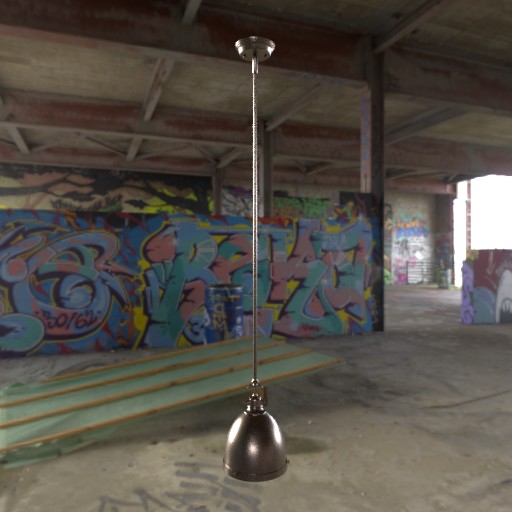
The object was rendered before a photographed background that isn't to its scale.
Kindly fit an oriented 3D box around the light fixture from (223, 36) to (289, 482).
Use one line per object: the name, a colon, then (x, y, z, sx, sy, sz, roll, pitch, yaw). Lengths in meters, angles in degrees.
light fixture: (0.000, 0.000, 1.446, 0.217, 1.367, 0.211, 0, 0, 0)
